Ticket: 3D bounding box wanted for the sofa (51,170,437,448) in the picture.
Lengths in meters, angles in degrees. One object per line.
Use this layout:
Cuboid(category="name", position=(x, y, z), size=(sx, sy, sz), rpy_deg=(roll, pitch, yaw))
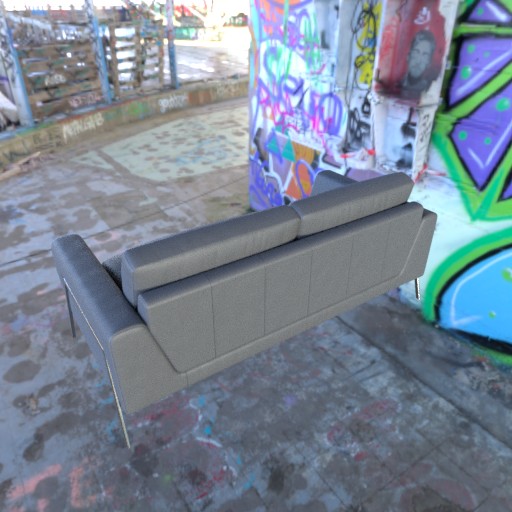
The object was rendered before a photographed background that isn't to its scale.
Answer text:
Cuboid(category="sofa", position=(0.000, 0.000, 2.574), size=(2.017, 0.875, 0.953), rpy_deg=(-19, 35, -29))
